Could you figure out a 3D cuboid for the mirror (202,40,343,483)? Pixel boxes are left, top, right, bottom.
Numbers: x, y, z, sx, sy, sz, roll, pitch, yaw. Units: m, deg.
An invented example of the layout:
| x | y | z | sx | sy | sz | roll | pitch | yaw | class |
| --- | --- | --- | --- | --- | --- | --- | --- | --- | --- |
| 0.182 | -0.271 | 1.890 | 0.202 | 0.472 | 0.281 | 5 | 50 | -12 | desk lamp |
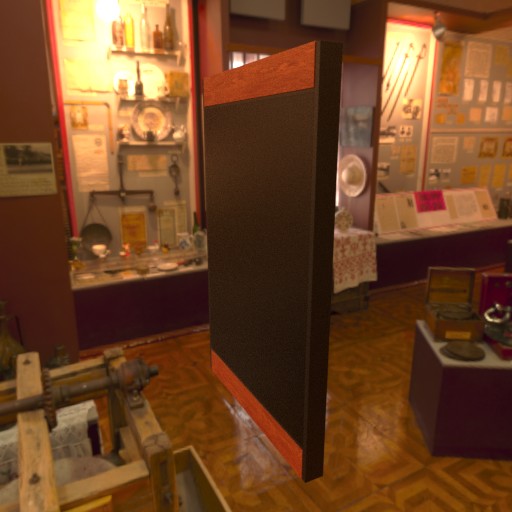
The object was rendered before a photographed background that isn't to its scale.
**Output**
| x | y | z | sx | sy | sz | roll | pitch | yaw | class |
| --- | --- | --- | --- | --- | --- | --- | --- | --- | --- |
| 0.000 | 0.000 | 1.027 | 0.047 | 0.823 | 0.525 | -7 | 17 | -26 | mirror |
